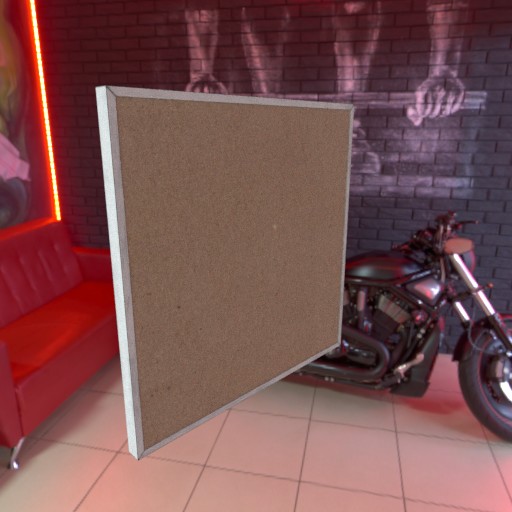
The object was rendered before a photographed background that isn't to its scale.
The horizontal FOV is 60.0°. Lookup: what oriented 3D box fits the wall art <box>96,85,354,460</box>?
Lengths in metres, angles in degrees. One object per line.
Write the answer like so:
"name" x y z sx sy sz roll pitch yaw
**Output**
"wall art" 0.000 0.000 1.130 0.038 0.762 0.762 15 22 43
